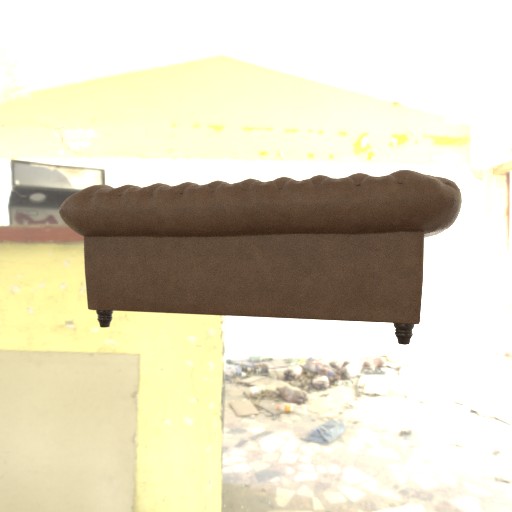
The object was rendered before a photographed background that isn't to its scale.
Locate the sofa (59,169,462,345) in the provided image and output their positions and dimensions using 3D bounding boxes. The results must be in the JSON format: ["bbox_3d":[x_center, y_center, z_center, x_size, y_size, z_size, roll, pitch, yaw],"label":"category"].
[{"bbox_3d":[0.000,0.000,2.511,2.048,0.784,0.955,0,0,17],"label":"sofa"}]
